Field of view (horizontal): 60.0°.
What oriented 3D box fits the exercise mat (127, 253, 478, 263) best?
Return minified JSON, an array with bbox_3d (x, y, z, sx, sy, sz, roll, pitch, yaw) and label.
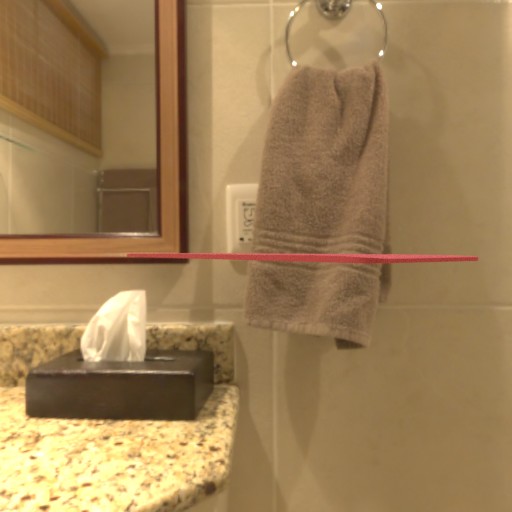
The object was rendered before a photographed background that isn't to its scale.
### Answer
[{"bbox_3d":[0.000,0.000,2.124,0.616,0.021,1.884,0,1,-36],"label":"exercise mat"}]
